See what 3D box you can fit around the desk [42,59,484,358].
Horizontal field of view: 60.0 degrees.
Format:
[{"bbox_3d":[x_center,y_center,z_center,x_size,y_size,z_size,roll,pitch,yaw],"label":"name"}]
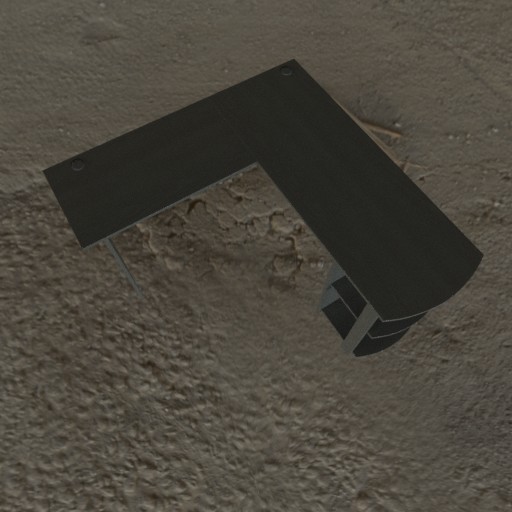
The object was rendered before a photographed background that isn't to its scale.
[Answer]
[{"bbox_3d":[0.000,0.000,2.106,1.303,0.716,1.361,-29,67,-14],"label":"desk"}]
